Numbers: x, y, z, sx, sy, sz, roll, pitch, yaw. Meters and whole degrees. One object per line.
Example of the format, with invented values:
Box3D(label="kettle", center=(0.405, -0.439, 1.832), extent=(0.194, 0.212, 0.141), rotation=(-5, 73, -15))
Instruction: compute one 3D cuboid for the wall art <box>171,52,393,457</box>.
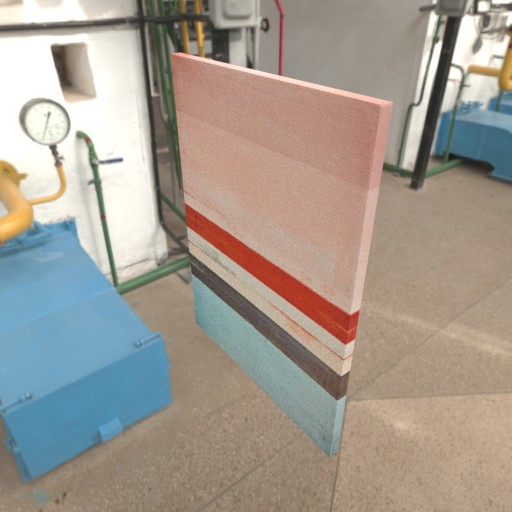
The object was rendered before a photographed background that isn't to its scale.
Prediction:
Box3D(label="wall art", center=(0.000, 0.000, 1.306), extent=(0.039, 1.016, 0.761), rotation=(-22, 38, -31))
